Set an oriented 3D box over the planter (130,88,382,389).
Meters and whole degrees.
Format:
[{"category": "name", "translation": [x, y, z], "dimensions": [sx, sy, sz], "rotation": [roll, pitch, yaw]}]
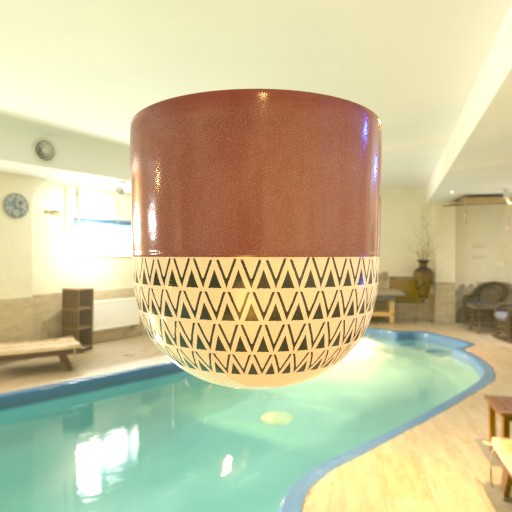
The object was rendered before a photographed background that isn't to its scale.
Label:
[{"category": "planter", "translation": [0.000, 0.000, 0.487], "dimensions": [0.266, 0.270, 0.266], "rotation": [0, 0, 0]}]
